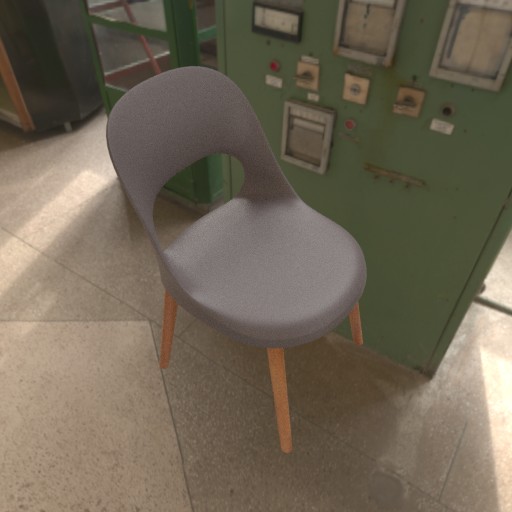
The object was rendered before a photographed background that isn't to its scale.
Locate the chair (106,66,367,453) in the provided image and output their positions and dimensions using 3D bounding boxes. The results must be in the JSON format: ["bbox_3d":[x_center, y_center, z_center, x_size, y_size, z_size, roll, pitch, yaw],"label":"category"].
[{"bbox_3d":[0.000,0.000,1.135,0.556,0.794,0.470,26,49,26],"label":"chair"}]
